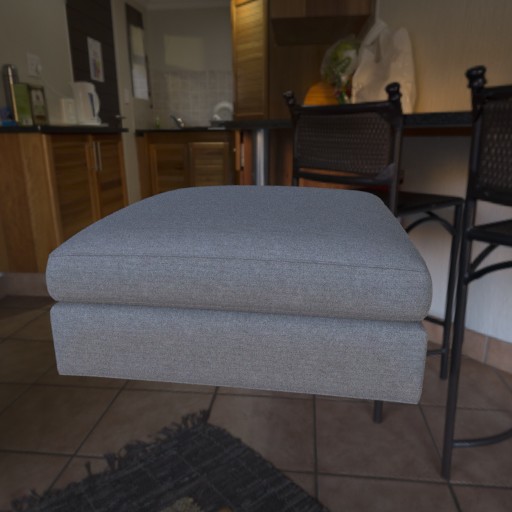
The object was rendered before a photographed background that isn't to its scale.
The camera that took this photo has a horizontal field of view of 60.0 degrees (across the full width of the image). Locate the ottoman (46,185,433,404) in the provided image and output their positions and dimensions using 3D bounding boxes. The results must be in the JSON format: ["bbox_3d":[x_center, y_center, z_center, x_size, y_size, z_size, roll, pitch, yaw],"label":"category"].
[{"bbox_3d":[0.000,0.000,1.638,1.041,0.470,1.041,2,17,8],"label":"ottoman"}]
